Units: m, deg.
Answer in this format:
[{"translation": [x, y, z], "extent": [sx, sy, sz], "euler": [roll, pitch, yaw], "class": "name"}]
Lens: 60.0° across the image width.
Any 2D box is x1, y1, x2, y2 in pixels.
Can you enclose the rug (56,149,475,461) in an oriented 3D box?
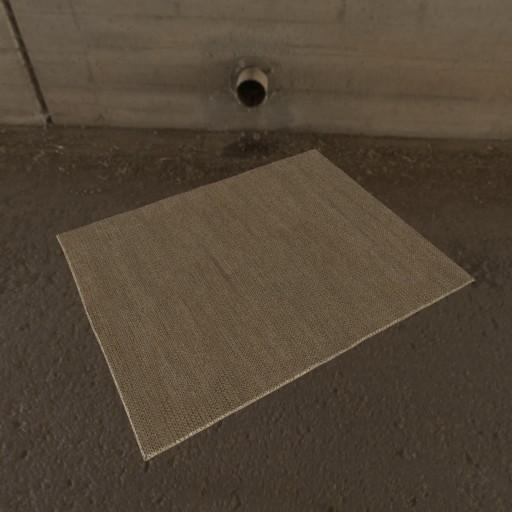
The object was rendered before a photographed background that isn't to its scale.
[{"translation": [0.000, 0.000, 4.075], "extent": [3.052, 0.030, 2.429], "euler": [-23, 50, -21], "class": "rug"}]
